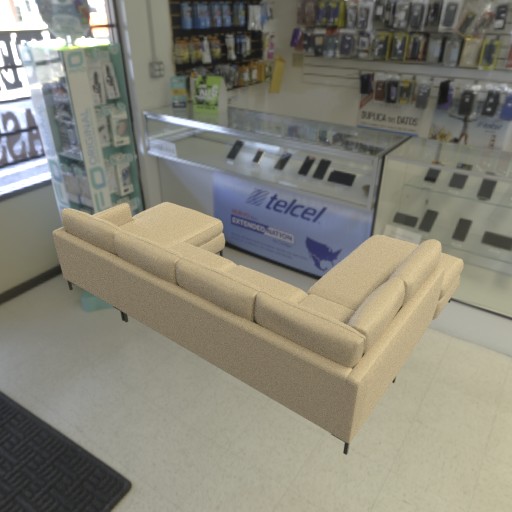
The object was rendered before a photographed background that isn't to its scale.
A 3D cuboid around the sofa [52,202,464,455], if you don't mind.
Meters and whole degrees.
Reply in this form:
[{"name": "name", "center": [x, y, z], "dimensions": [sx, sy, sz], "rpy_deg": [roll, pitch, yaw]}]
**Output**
[{"name": "sofa", "center": [0.000, 0.000, 3.565], "dimensions": [2.737, 0.756, 1.879], "rpy_deg": [21, 36, 32]}]
